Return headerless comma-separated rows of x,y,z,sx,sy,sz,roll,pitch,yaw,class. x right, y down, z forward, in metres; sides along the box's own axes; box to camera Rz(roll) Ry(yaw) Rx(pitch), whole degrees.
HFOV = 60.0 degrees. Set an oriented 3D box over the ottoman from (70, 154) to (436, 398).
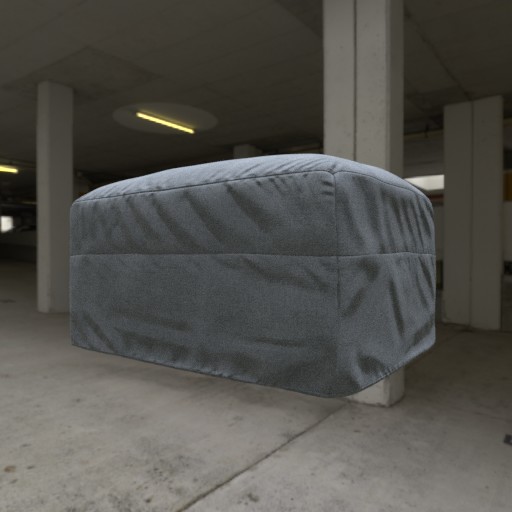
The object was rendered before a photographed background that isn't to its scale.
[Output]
0.000,0.000,1.228,0.837,0.481,0.683,0,1,36,ottoman
